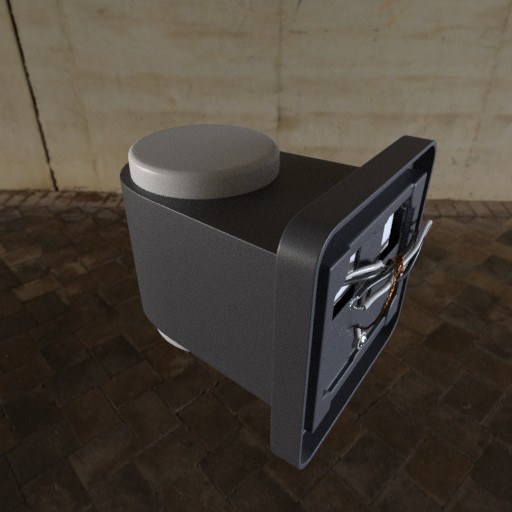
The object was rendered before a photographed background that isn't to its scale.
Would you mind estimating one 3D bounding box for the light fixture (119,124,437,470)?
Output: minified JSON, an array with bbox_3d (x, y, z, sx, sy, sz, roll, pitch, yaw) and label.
[{"bbox_3d":[0.000,0.000,0.208,0.132,0.109,0.109,21,38,29],"label":"light fixture"}]
